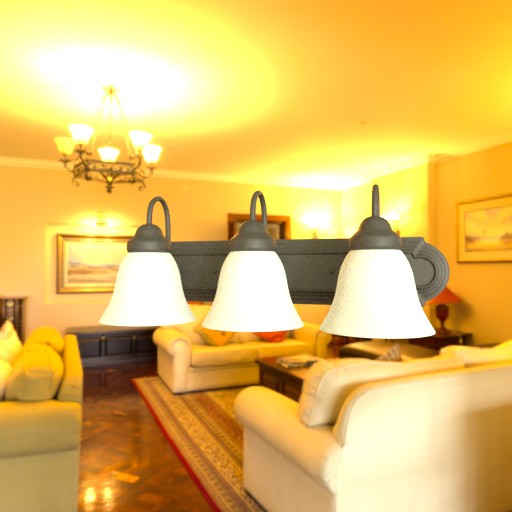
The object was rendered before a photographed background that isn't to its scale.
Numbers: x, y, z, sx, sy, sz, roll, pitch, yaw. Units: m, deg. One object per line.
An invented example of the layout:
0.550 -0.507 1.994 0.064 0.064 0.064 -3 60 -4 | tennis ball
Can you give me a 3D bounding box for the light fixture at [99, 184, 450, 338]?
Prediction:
0.000 0.000 0.736 0.610 0.222 0.199 0 -2 18 | light fixture
